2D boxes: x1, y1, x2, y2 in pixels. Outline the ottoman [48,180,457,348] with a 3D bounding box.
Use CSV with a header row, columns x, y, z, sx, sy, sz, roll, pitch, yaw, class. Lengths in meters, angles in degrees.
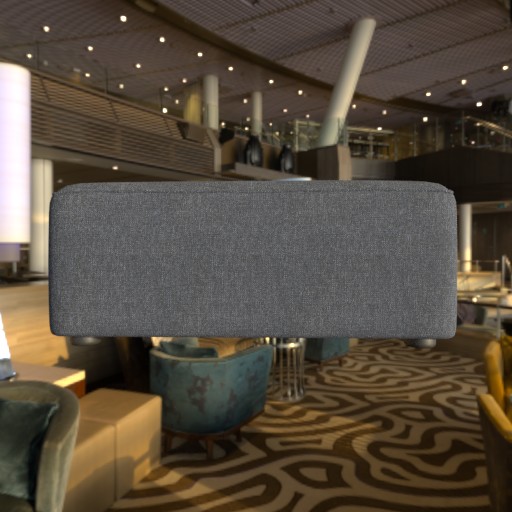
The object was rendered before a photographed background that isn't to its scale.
x,y,z,sx,sy,sz,roll,pitch,yaw,class
0.000,0.000,1.541,1.000,0.439,1.000,0,1,2,ottoman
